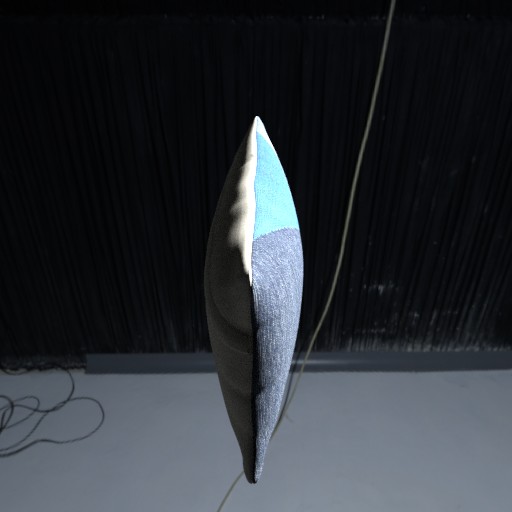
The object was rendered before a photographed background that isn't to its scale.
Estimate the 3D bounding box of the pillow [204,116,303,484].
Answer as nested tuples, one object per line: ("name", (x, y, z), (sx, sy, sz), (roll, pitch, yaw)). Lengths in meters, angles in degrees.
("pillow", (0.000, 0.000, 0.726), (0.148, 0.307, 0.604), (0, 31, 1))
